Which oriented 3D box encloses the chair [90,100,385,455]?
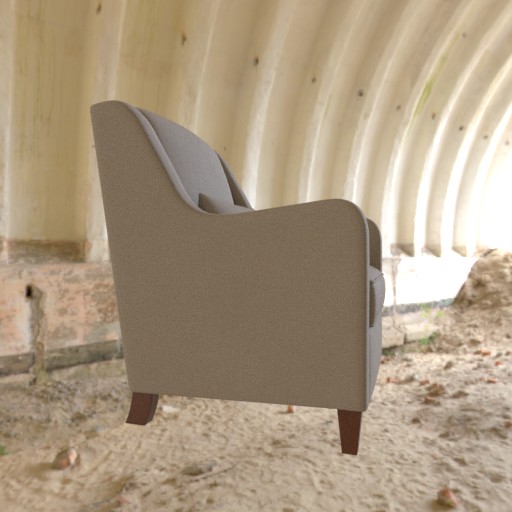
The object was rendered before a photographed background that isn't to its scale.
[{"bbox_3d":[0.000,0.000,1.566,0.863,1.010,0.715,0,0,19],"label":"chair"}]
